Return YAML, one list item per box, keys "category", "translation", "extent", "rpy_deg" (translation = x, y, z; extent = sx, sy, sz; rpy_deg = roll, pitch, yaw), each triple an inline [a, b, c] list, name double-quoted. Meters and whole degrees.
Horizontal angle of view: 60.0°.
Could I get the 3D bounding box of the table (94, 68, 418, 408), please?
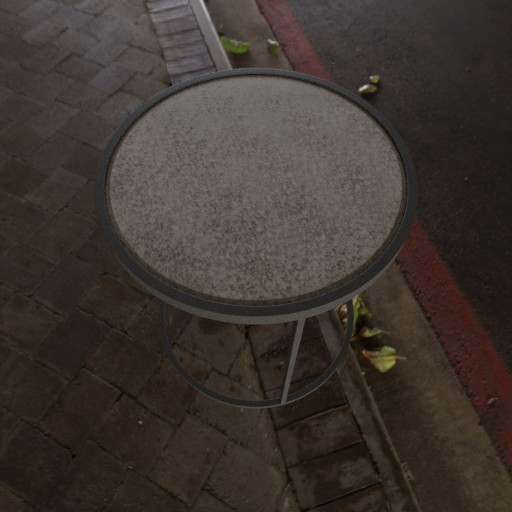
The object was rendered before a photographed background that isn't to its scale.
- category: "table"
  translation: [0.000, 0.000, 0.867]
  extent: [0.470, 0.498, 0.470]
  rpy_deg: [0, 59, 0]
